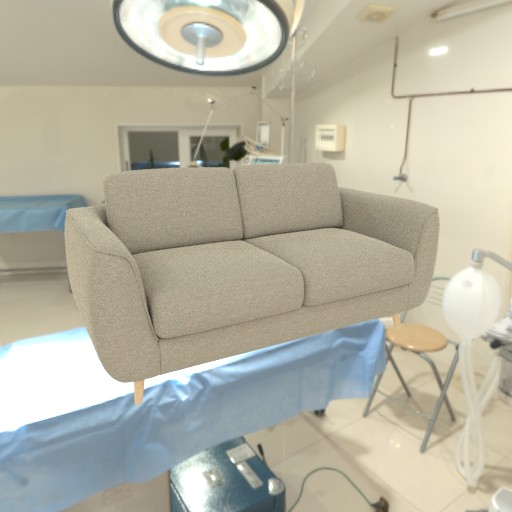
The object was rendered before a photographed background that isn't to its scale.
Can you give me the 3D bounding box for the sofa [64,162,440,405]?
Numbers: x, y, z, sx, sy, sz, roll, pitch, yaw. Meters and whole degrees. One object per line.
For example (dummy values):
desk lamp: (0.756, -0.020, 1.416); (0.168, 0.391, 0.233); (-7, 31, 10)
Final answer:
sofa: (0.000, 0.000, 2.213); (1.700, 0.850, 0.920); (-9, 19, -27)
